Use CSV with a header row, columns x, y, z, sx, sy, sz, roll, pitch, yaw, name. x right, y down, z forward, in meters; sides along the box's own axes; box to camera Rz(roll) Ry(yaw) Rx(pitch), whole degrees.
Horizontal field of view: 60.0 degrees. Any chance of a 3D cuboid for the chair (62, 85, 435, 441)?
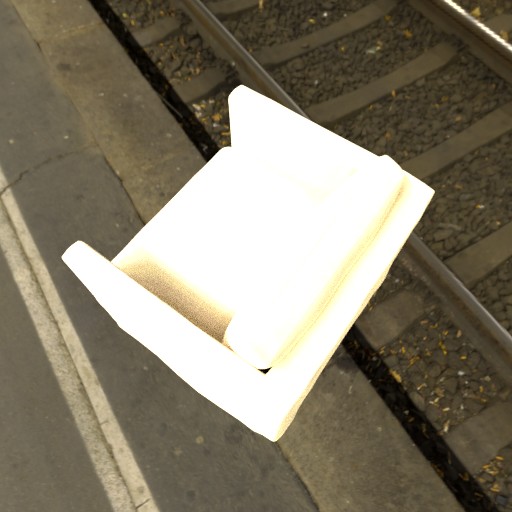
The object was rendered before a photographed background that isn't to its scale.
x,y,z,sx,sy,sz,roll,pitch,yaw,name
0.000,0.000,1.815,0.947,0.851,1.057,33,68,16,chair
